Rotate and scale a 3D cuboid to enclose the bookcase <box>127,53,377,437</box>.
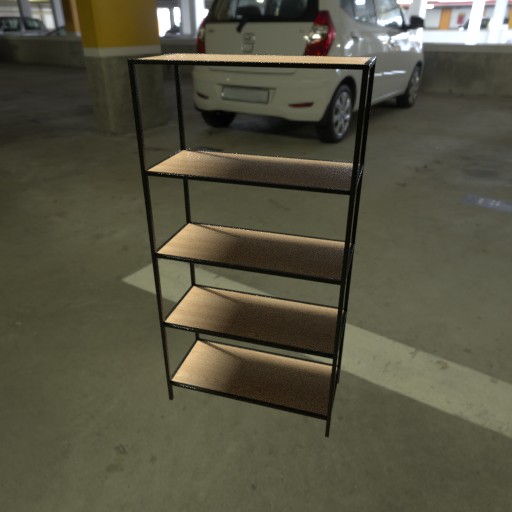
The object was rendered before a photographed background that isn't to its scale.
[{"bbox_3d":[0.000,0.000,1.835,0.770,1.500,0.350,8,29,15],"label":"bookcase"}]
